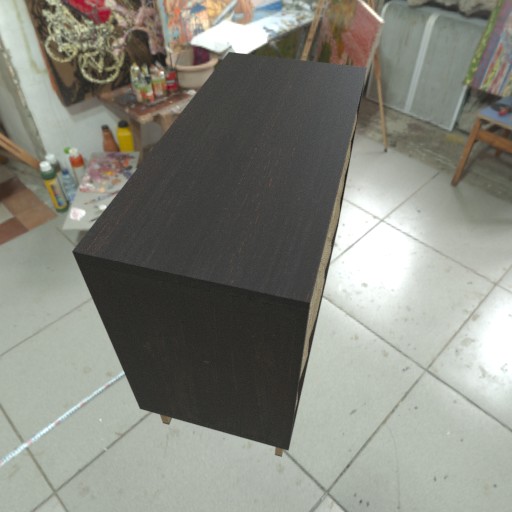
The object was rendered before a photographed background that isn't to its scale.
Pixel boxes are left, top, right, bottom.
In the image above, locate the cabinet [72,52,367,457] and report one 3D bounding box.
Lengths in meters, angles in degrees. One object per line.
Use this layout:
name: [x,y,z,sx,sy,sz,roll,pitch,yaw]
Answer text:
cabinet: [0.000,0.000,1.412,0.451,0.860,0.950,11,47,11]
